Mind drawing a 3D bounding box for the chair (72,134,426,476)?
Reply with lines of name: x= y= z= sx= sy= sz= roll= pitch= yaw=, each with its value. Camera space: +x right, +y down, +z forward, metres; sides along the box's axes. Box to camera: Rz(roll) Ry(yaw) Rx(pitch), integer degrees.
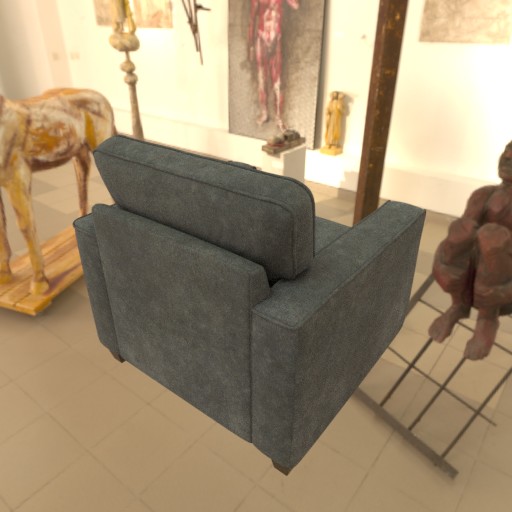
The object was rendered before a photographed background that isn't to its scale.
chair: x=0.000 y=0.000 z=1.745 sx=1.015 sy=0.965 sz=0.939 roll=21 pitch=36 yaw=32
